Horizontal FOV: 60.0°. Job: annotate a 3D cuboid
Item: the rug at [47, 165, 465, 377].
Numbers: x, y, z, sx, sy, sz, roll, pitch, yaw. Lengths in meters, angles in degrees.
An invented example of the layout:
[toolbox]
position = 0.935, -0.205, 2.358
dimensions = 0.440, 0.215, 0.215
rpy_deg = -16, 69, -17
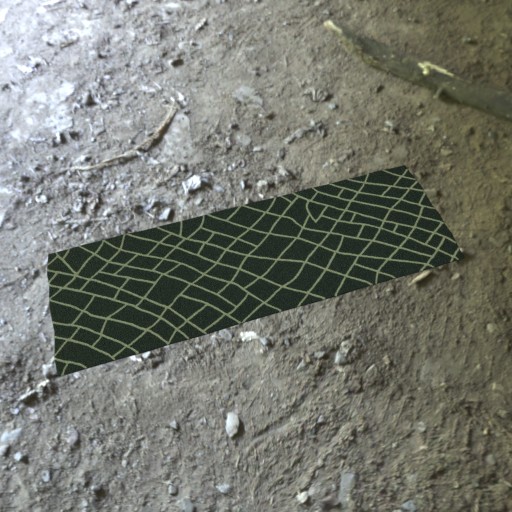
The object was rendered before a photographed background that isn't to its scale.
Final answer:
[rug]
position = 0.000, 0.000, 2.730
dimensions = 2.476, 0.010, 0.807
rpy_deg = -15, 60, -9
